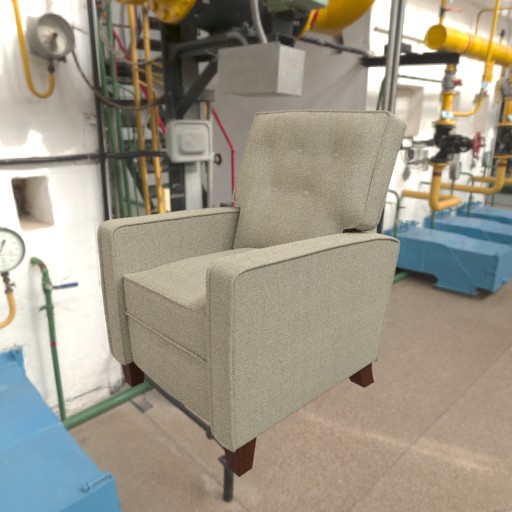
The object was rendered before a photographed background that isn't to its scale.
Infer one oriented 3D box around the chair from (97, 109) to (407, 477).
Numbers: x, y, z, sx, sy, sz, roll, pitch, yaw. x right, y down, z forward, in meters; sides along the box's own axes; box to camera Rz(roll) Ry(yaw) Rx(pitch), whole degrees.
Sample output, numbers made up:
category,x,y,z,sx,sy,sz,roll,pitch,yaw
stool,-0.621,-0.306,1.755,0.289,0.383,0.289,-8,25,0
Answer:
category,x,y,z,sx,sy,sz,roll,pitch,yaw
chair,0.000,0.000,1.402,0.754,0.888,0.648,-15,23,-41
